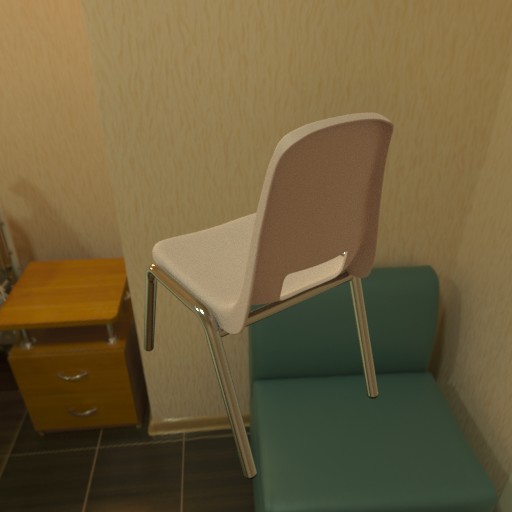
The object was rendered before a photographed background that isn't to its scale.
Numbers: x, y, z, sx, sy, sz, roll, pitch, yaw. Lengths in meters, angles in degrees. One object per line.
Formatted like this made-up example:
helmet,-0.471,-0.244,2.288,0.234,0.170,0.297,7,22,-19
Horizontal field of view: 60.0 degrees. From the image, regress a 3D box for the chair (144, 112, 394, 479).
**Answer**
chair,0.000,0.000,0.837,0.354,0.586,0.423,-19,35,-30
